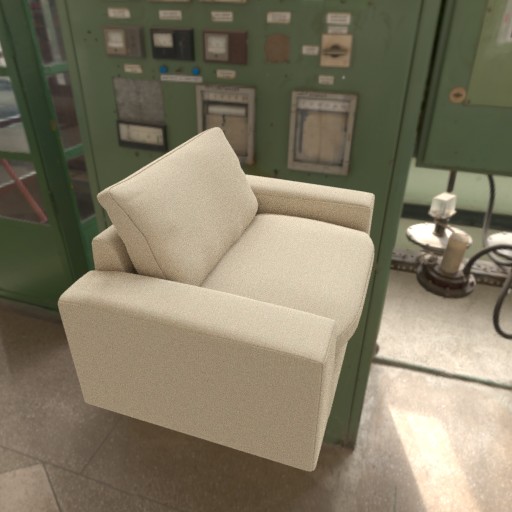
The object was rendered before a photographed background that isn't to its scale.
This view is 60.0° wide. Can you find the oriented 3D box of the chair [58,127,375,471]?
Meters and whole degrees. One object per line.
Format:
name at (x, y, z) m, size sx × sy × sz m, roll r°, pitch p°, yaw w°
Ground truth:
chair at (0.000, 0.000, 2.059) m, size 1.039 × 0.915 × 1.398 m, roll 10°, pitch 32°, yaw 16°
